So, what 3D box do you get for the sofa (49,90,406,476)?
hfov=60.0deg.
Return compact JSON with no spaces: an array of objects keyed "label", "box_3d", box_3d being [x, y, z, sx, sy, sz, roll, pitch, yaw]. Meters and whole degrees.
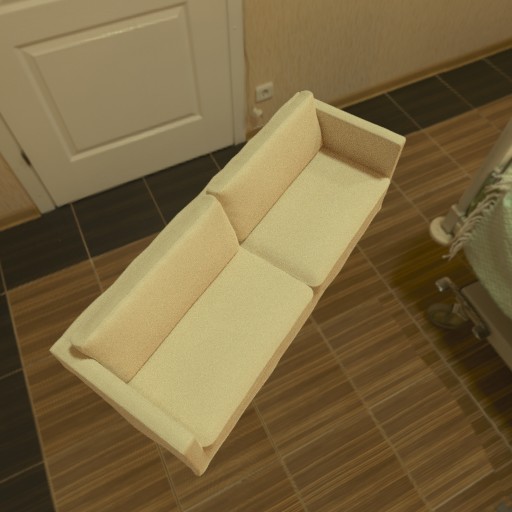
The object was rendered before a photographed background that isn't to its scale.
[{"label":"sofa","box_3d":[0.000,0.000,3.263,1.036,0.999,2.779,30,63,17]}]
